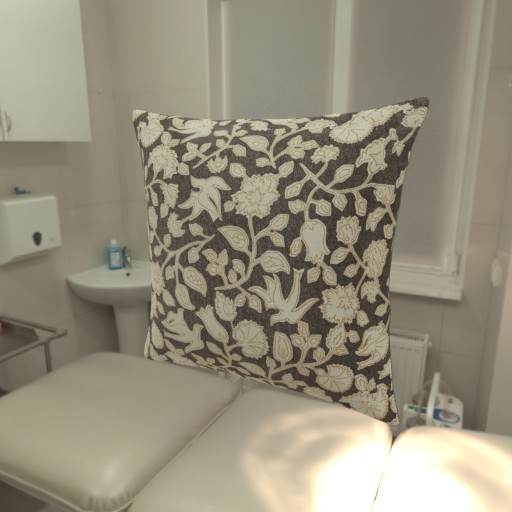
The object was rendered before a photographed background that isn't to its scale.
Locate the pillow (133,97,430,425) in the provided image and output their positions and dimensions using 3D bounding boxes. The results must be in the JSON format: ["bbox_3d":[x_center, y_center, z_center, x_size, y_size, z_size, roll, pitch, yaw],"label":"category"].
[{"bbox_3d":[0.000,0.000,0.778,0.526,0.507,0.166,7,16,26],"label":"pillow"}]
